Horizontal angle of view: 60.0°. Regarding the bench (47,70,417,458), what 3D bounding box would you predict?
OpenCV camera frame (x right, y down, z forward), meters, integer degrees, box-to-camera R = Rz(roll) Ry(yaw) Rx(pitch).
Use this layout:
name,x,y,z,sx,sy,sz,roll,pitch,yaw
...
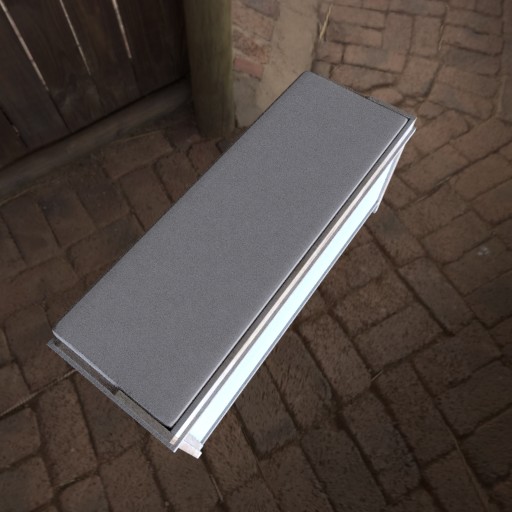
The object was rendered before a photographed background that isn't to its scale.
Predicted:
name,x,y,z,sx,sy,sz,roll,pitch,yaw
bench,0.000,0.000,1.390,0.398,0.501,1.140,33,67,16
